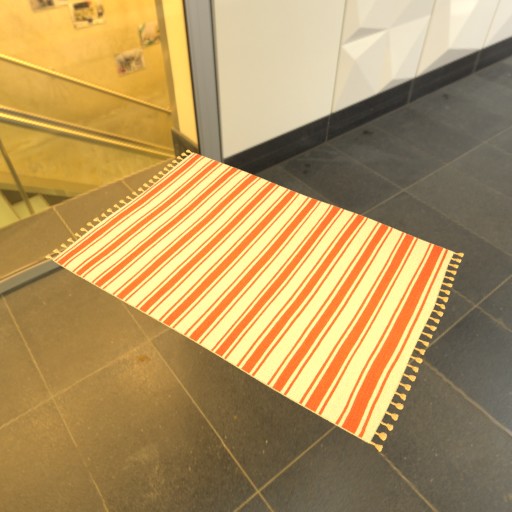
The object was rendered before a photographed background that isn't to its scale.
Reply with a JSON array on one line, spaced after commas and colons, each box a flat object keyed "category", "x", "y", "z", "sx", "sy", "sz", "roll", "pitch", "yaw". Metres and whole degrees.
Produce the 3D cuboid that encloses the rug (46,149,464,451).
[{"category": "rug", "x": 0.000, "y": 0.000, "z": 3.020, "sx": 2.433, "sy": 0.022, "sz": 1.556, "roll": 25, "pitch": 51, "yaw": 22}]
